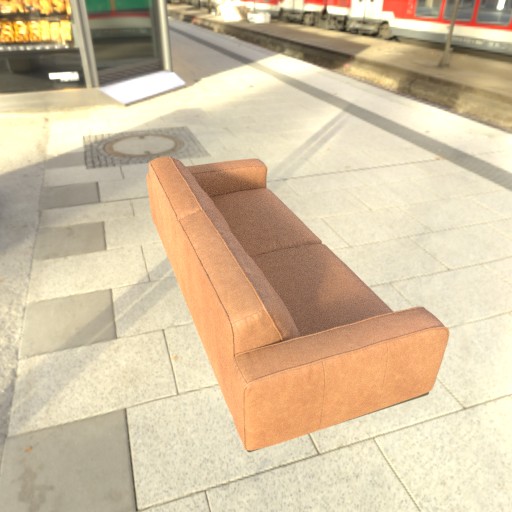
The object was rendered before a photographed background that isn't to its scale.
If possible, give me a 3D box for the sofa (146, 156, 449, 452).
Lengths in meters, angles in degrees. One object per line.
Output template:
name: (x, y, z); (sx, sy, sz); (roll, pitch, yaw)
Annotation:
sofa: (0.000, 0.000, 2.717); (0.953, 0.780, 2.270); (-11, 34, -18)
